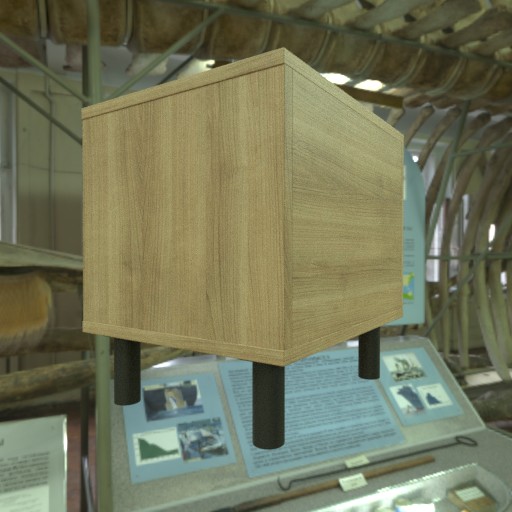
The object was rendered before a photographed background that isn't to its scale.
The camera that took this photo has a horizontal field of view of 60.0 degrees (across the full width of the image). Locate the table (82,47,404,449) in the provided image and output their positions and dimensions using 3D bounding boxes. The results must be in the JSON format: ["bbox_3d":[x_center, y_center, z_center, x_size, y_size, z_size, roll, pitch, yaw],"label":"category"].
[{"bbox_3d":[0.000,0.000,0.774,0.380,0.460,0.445,0,1,35],"label":"table"}]
